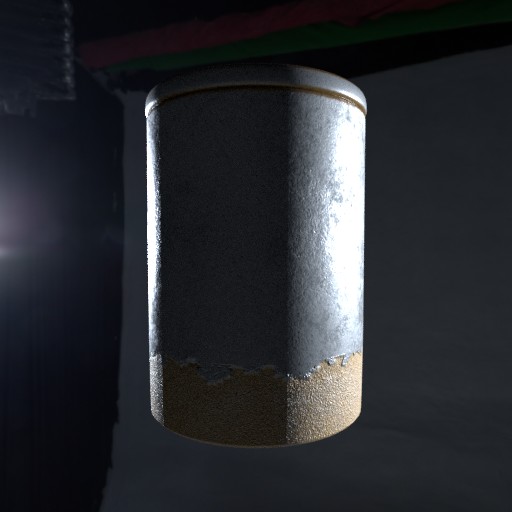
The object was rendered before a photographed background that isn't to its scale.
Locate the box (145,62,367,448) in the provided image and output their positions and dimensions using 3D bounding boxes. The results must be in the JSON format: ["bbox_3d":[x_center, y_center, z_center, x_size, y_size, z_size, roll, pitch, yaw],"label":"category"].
[{"bbox_3d":[0.000,0.000,0.246,0.118,0.168,0.118,0,1,0],"label":"box"}]
